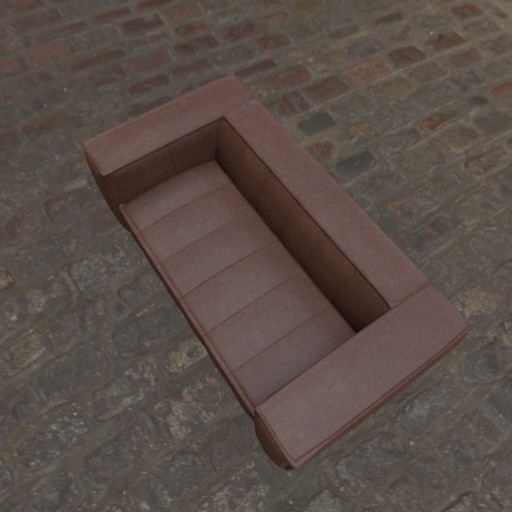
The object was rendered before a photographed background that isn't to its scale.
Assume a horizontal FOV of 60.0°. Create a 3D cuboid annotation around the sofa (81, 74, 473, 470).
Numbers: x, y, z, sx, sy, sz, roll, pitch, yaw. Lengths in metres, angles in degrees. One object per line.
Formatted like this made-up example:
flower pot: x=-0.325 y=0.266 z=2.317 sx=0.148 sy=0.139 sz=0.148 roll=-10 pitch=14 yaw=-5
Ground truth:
sofa: x=0.000 y=0.000 z=2.576 sx=1.102 sy=0.703 sz=2.088 roll=-31 pitch=67 yaw=-15
